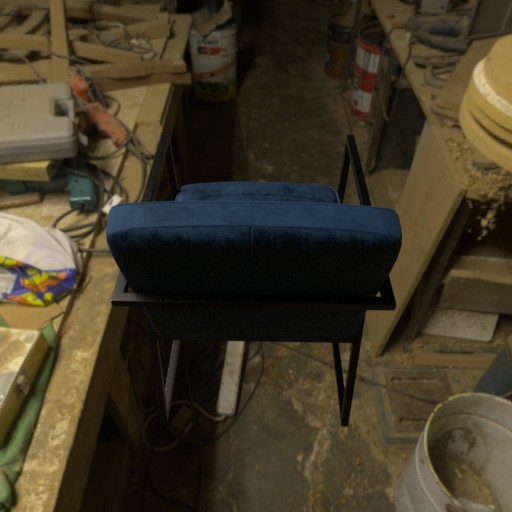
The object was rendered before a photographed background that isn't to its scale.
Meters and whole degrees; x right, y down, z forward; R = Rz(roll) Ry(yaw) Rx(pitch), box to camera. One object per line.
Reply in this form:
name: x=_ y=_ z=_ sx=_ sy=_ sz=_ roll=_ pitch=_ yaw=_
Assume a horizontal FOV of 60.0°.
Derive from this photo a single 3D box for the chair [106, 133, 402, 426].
chair: x=0.000 y=0.000 z=1.253 sx=0.571 sy=0.833 sz=0.677 roll=1 pitch=46 yaw=1
